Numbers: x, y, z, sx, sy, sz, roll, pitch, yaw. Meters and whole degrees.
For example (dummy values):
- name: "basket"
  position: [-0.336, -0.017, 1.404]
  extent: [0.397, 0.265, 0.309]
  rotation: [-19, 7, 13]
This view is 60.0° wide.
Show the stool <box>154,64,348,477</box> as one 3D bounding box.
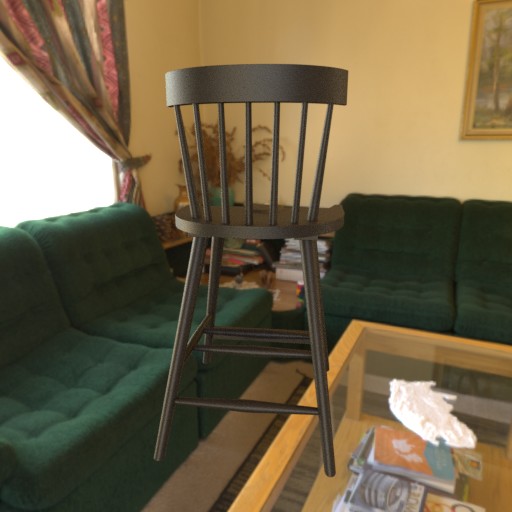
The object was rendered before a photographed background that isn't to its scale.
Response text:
- name: "stool"
  position: [0.000, 0.000, 1.245]
  extent: [0.494, 0.953, 0.549]
  rotation: [2, 14, 7]
